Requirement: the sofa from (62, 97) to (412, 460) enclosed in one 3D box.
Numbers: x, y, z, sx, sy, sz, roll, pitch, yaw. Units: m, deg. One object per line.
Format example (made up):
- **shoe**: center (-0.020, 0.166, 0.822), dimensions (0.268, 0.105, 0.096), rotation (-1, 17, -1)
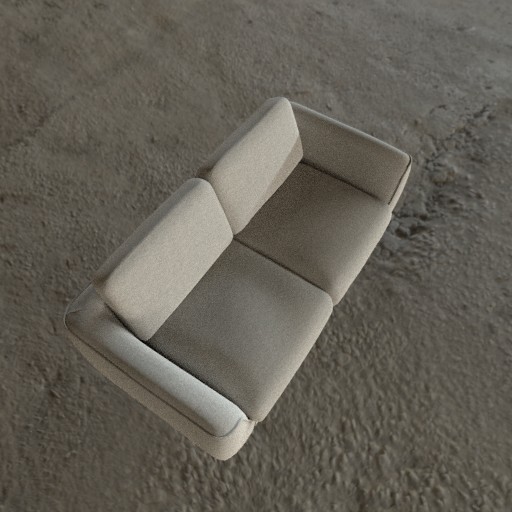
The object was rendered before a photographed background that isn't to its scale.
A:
- **sofa**: center (0.000, 0.000, 2.188), dimensions (0.920, 0.850, 1.700), rotation (30, 63, 17)
